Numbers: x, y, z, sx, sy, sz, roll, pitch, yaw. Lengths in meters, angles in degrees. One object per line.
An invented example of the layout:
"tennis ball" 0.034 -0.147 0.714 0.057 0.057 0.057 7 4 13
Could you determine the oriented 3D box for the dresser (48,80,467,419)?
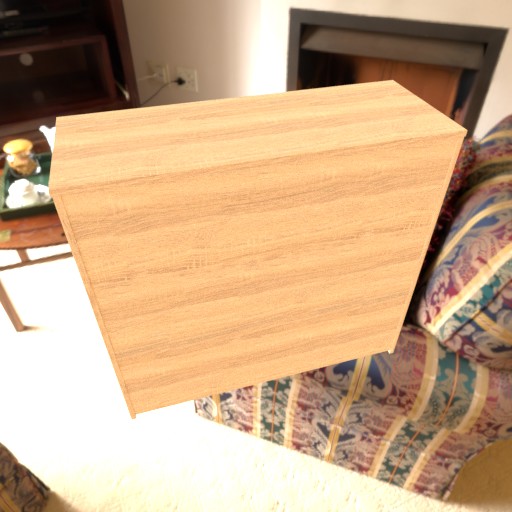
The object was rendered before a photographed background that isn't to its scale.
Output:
"dresser" 0.000 0.000 1.425 0.980 0.900 0.380 -11 42 -12
